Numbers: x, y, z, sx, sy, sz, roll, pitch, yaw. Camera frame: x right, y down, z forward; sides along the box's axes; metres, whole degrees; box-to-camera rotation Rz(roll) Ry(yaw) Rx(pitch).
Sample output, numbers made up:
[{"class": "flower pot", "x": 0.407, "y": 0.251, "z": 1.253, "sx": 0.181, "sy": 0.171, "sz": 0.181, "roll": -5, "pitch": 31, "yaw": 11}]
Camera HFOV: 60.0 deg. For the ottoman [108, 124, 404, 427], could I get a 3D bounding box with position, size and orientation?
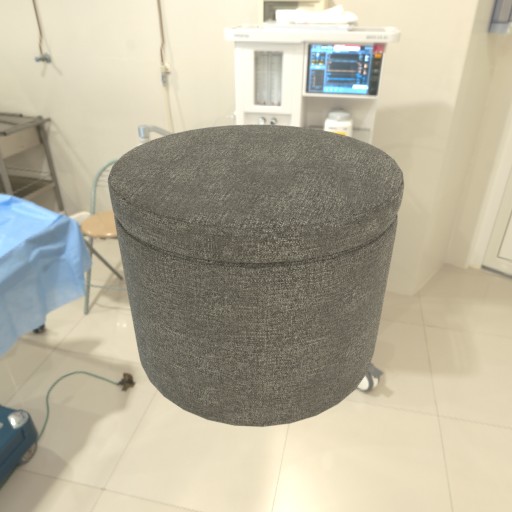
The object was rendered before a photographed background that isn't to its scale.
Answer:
[{"class": "ottoman", "x": 0.000, "y": 0.000, "z": 0.867, "sx": 0.500, "sy": 0.419, "sz": 0.500, "roll": 0, "pitch": 31, "yaw": 0}]
